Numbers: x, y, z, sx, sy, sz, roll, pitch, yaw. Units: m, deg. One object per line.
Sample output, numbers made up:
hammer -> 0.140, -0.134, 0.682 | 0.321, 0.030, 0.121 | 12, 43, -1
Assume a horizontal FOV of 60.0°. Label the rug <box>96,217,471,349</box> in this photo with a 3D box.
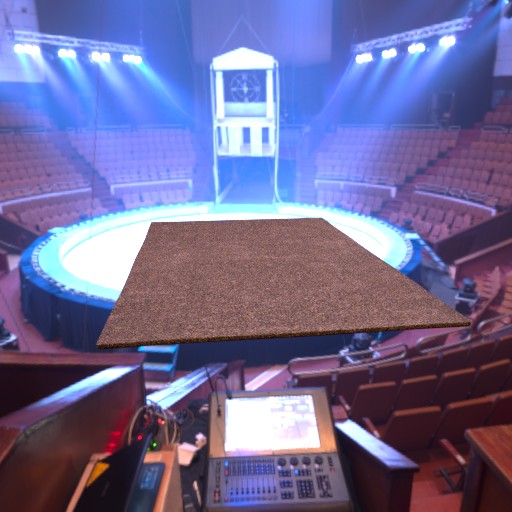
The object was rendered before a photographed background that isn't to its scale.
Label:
rug -> 0.000, 0.000, 3.366 | 1.802, 0.026, 2.699 | -2, 16, -7
